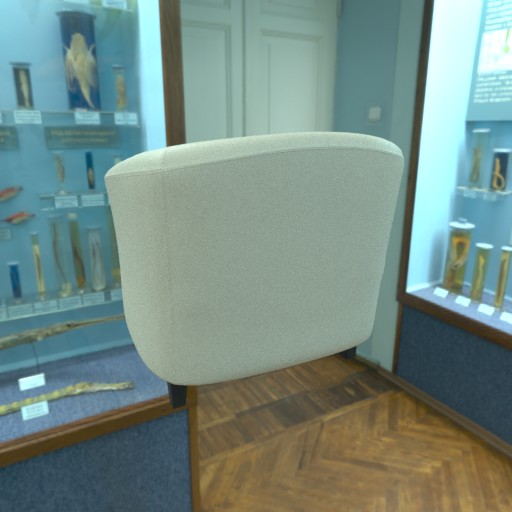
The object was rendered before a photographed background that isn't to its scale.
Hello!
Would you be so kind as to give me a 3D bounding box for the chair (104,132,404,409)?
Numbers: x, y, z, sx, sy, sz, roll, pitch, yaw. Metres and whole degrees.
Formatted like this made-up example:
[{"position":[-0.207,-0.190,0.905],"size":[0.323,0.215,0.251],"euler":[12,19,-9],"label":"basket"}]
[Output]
[{"position":[0.000,0.000,1.398],"size":[0.792,0.756,0.727],"euler":[-8,18,-26],"label":"chair"}]
